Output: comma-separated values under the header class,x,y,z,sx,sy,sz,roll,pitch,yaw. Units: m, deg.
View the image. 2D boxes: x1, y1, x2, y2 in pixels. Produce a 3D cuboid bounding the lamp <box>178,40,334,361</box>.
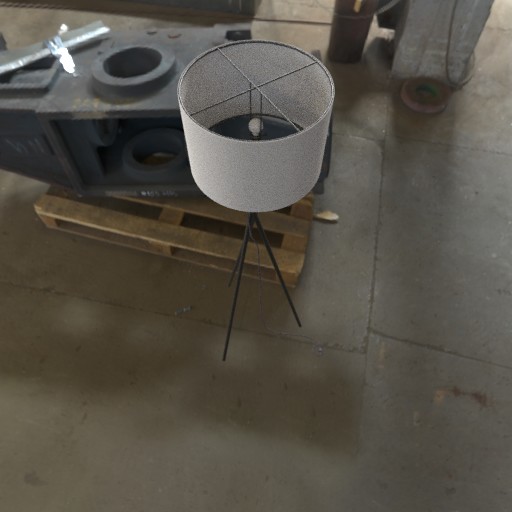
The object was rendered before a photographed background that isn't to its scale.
class,x,y,z,sx,sy,sz,roll,pitch,yaw
lamp,0.000,0.000,1.884,0.522,1.624,0.667,-29,63,-16
